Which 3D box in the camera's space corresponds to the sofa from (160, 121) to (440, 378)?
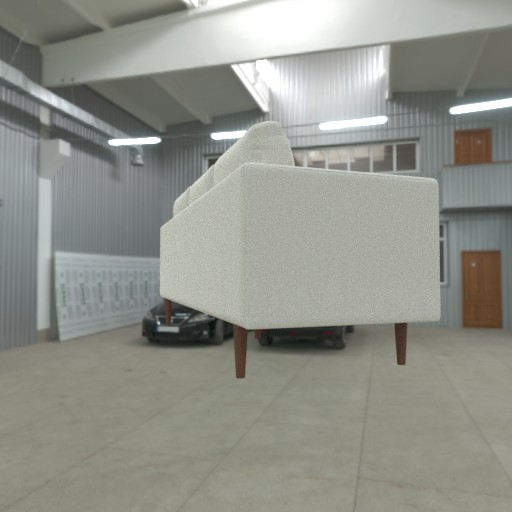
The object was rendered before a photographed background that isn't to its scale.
[{"bbox_3d":[0.000,0.000,2.464,0.802,0.912,2.029,1,-2,-19],"label":"sofa"}]
